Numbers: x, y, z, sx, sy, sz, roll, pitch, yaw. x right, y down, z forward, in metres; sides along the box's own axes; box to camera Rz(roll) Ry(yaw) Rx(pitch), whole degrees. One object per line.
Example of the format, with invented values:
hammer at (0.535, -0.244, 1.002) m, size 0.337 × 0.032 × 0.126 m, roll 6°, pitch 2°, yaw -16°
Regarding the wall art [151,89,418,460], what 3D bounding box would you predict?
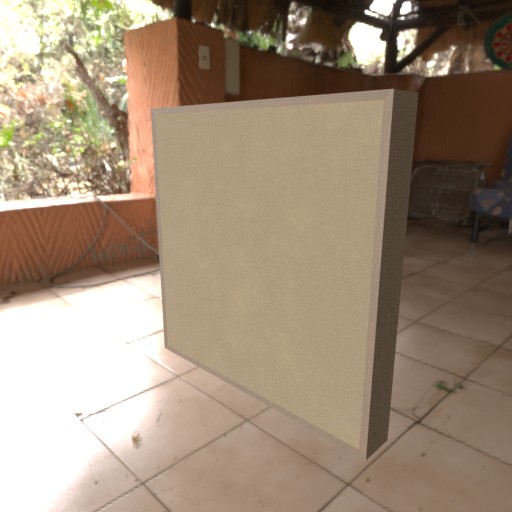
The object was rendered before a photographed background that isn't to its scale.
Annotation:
wall art at (0.000, 0.000, 0.461) m, size 0.304 × 0.303 × 0.038 m, roll 14°, pitch 20°, yaw 43°
